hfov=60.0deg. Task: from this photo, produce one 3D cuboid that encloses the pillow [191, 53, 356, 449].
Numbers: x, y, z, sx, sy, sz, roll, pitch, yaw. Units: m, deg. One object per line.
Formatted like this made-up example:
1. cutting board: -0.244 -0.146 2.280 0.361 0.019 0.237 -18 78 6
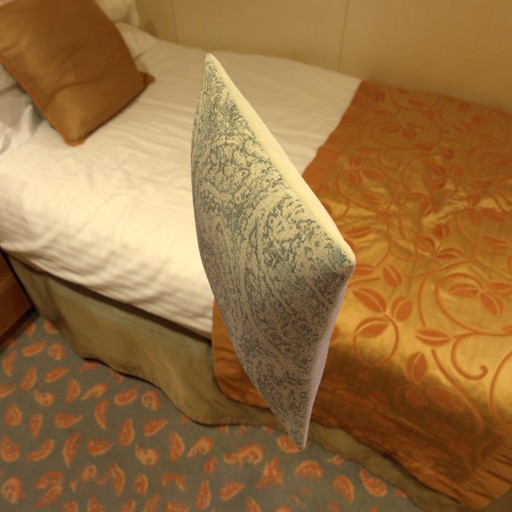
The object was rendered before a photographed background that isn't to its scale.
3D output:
1. pillow: 0.000 0.000 0.783 0.166 0.510 0.523 -15 49 -13
